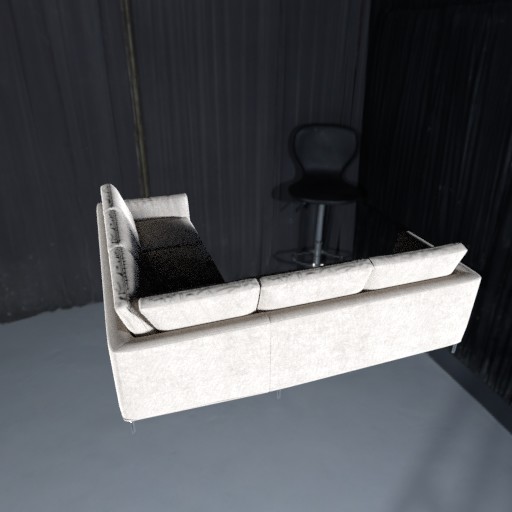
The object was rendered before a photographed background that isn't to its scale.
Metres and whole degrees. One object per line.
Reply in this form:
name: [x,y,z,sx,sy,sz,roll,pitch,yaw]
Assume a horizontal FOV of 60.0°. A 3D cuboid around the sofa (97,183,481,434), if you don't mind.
sofa: [0.000,0.000,3.712,2.438,0.864,2.438,-9,28,-17]
